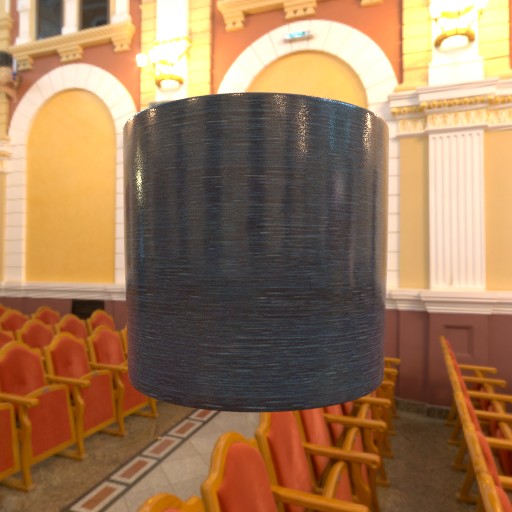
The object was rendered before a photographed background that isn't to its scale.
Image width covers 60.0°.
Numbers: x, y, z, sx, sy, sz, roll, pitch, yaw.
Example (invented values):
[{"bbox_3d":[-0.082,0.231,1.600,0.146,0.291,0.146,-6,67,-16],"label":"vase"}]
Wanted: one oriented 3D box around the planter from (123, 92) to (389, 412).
[{"bbox_3d":[0.000,0.000,0.384,0.221,0.201,0.221,0,-1,0],"label":"planter"}]
